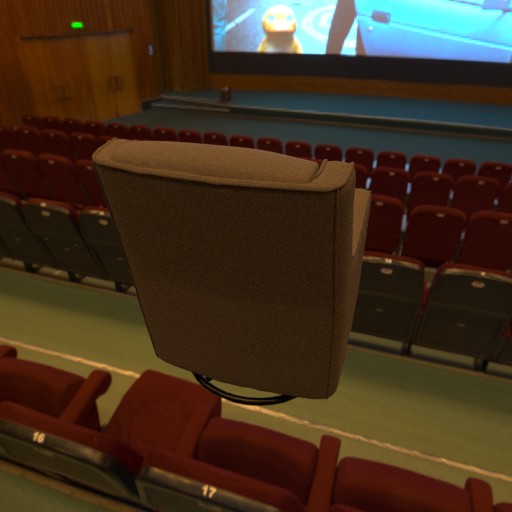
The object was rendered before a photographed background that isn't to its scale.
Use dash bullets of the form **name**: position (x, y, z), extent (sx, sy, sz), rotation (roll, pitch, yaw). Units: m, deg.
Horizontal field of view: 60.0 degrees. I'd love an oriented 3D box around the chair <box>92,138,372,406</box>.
- **chair**: position (0.000, 0.000, 1.625), extent (0.732, 0.993, 0.879), rotation (9, 32, 15)
